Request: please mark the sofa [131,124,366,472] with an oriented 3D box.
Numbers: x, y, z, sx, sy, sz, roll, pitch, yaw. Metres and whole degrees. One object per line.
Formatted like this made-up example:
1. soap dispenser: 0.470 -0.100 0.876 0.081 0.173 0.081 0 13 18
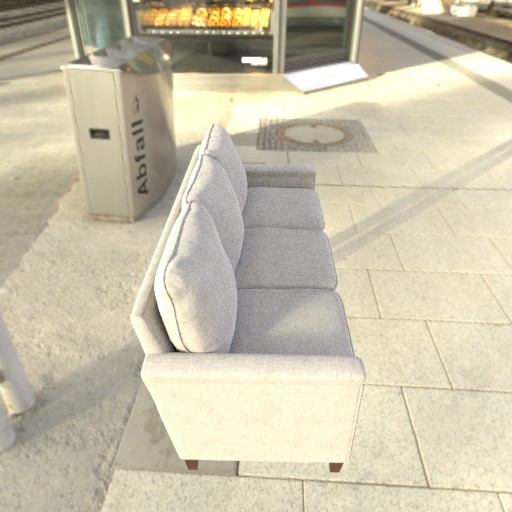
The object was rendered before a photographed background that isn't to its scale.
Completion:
1. sofa: 0.000 0.000 2.380 0.828 0.959 1.925 1 33 1
